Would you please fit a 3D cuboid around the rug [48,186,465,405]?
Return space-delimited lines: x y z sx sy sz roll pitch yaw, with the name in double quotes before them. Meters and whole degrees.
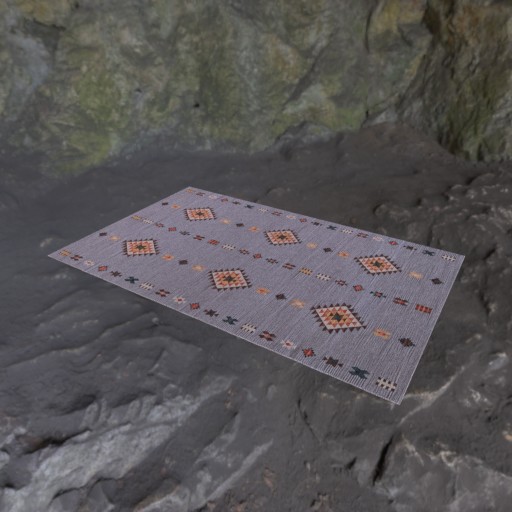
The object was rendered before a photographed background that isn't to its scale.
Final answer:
"rug" 0.000 0.000 3.039 2.427 0.007 1.515 18 35 27
